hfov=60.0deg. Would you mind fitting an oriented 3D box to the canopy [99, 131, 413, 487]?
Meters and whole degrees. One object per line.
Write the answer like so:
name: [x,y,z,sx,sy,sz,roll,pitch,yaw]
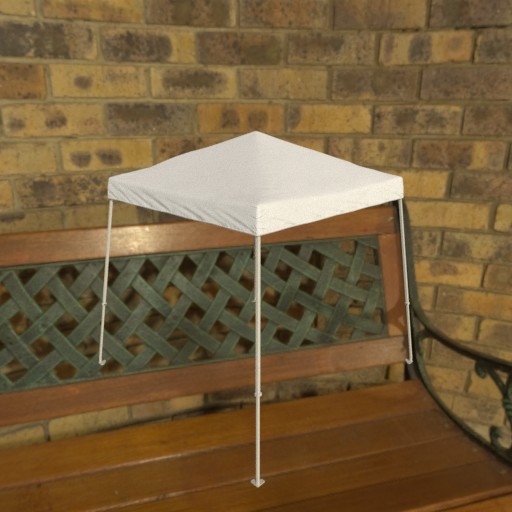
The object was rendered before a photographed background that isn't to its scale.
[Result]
canopy: [0.000,0.000,6.634,3.600,3.600,3.599,16,24,42]
